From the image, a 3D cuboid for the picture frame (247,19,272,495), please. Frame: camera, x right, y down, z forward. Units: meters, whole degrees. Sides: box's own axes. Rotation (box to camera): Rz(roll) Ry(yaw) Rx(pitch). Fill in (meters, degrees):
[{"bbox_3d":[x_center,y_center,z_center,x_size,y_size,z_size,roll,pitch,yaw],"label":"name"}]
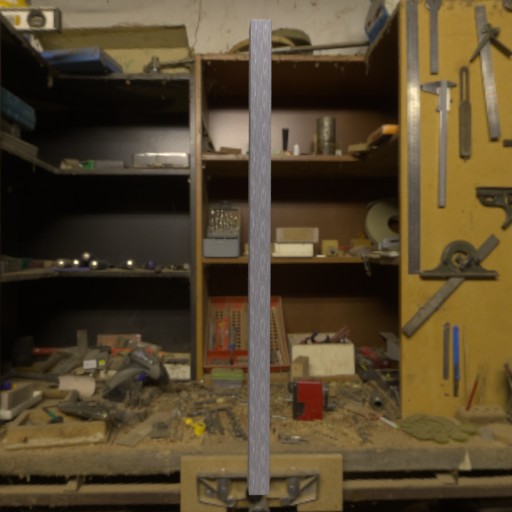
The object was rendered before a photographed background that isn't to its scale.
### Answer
[{"bbox_3d":[0.000,0.000,0.748,0.029,0.559,0.454,0,1,-1],"label":"picture frame"}]
